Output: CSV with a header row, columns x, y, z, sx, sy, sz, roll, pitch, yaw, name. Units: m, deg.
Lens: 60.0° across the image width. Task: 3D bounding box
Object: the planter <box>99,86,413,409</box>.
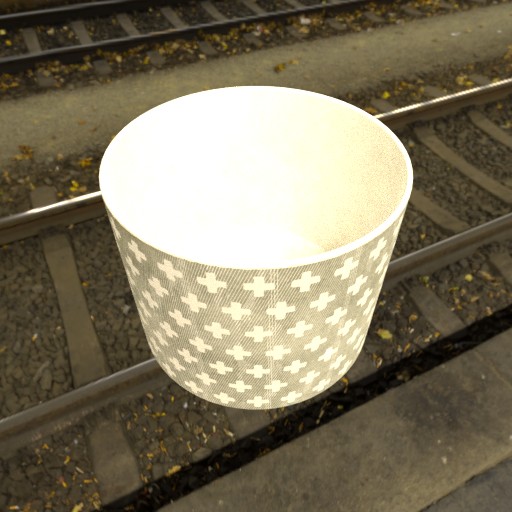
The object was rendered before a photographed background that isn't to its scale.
x,y,z,sx,sy,sz,roll,pitch,yaw,name
0.000,0.000,0.448,0.250,0.239,0.250,0,46,0,planter
